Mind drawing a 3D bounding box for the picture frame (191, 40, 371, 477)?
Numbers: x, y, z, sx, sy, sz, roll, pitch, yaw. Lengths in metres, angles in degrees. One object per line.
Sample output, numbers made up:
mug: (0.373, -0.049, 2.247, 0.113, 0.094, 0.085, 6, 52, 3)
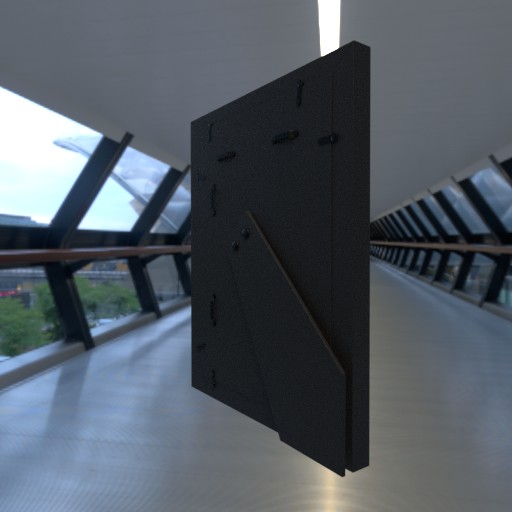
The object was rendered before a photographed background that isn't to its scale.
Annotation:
picture frame: (0.000, 0.000, 0.519, 0.036, 0.383, 0.307, -1, 1, -36)
